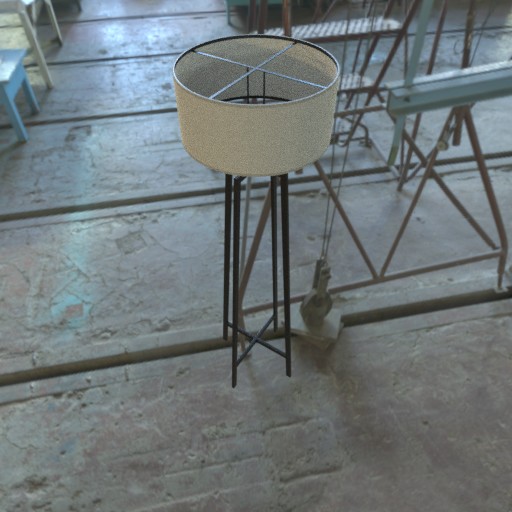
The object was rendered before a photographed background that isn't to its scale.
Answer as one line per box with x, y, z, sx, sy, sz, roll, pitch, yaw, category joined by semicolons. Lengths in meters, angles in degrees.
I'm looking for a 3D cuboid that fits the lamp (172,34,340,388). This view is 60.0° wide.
0.000;0.000;1.761;0.457;1.510;0.456;25;51;22;lamp
